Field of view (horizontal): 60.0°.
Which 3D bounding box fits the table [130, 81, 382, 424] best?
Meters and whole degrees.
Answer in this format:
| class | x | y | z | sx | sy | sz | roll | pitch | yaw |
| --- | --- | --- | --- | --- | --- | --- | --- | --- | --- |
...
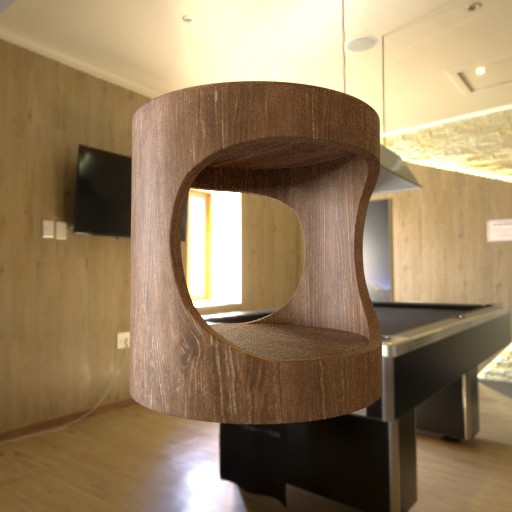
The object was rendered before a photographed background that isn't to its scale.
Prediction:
| class | x | y | z | sx | sy | sz | roll | pitch | yaw |
| --- | --- | --- | --- | --- | --- | --- | --- | --- | --- |
| table | 0.000 | 0.000 | 0.971 | 0.527 | 0.551 | 0.527 | 0 | -2 | 0 |
